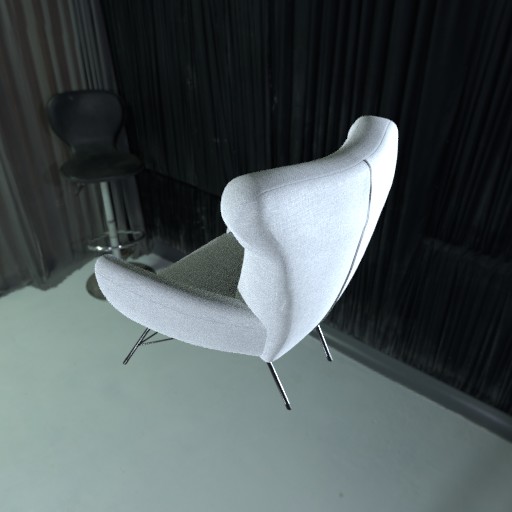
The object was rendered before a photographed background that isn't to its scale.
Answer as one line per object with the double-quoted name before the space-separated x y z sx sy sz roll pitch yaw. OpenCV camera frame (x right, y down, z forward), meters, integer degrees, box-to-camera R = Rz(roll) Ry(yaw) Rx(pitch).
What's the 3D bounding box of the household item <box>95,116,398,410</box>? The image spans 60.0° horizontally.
"household item" 0.000 0.000 1.799 0.900 1.050 0.980 21 37 30
